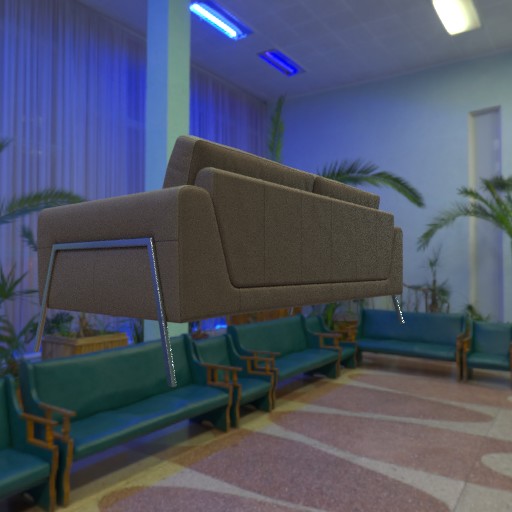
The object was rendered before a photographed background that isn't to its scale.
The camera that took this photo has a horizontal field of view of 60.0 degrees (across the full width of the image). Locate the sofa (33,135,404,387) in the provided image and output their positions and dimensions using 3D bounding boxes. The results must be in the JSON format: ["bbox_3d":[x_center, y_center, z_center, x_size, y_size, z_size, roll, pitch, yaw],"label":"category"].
[{"bbox_3d":[0.000,0.000,2.473,0.953,0.875,2.017,-1,-2,38],"label":"sofa"}]
